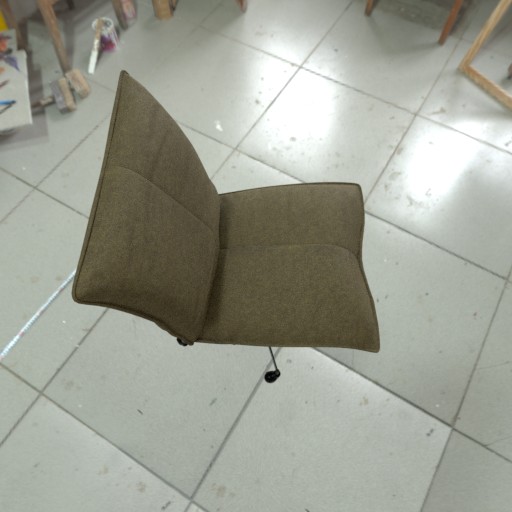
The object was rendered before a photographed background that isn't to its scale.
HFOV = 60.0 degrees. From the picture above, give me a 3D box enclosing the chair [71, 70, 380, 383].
[{"bbox_3d":[0.000,0.000,1.294,0.696,0.811,0.597,1,63,1],"label":"chair"}]
